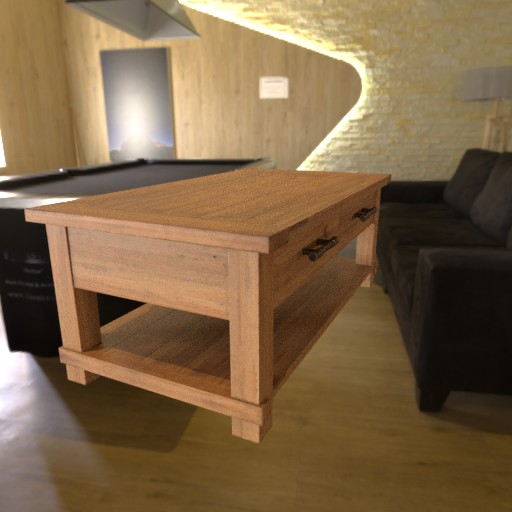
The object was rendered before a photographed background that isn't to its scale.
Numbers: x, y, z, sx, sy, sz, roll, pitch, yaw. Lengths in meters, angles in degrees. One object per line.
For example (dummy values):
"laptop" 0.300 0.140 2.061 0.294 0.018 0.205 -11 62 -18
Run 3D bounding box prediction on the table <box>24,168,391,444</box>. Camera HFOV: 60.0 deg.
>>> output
"table" 0.000 0.000 1.584 0.693 0.494 1.270 8 18 25
